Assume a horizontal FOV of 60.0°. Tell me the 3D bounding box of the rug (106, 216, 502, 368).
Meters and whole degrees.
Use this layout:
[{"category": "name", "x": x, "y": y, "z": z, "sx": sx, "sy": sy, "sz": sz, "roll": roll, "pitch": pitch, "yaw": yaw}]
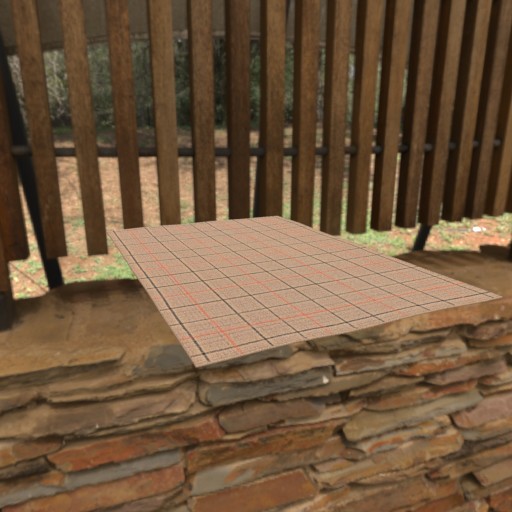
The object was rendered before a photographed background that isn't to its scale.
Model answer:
[{"category": "rug", "x": 0.000, "y": 0.000, "z": 2.238, "sx": 1.220, "sy": 0.013, "sz": 1.829, "roll": -7, "pitch": 17, "yaw": -24}]
